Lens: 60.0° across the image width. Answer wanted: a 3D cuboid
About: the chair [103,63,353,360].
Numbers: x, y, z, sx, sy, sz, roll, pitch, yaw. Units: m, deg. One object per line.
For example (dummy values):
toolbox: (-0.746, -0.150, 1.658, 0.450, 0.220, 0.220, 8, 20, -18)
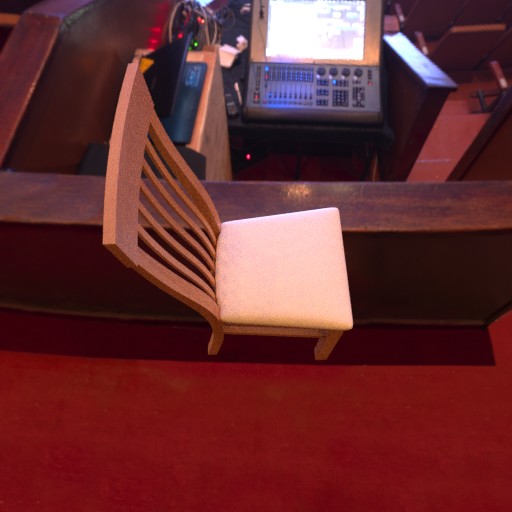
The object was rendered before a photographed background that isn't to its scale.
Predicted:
chair: (0.000, 0.000, 1.355, 0.580, 1.050, 0.450, -1, 64, -1)
